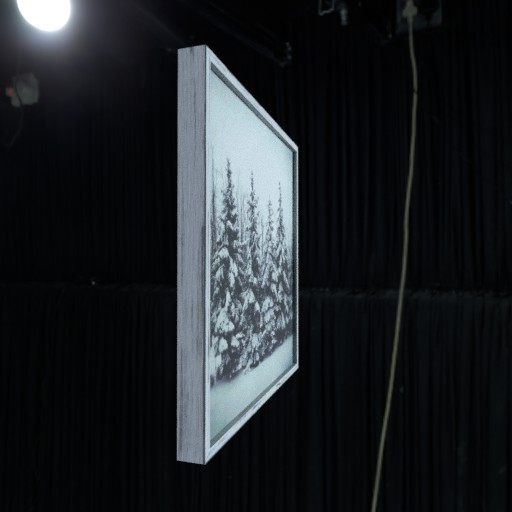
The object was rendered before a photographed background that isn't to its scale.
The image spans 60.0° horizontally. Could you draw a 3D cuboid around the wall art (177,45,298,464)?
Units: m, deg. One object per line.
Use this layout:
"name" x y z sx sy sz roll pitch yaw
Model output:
"wall art" 0.000 0.000 0.779 0.038 0.506 0.506 0 -1 18
